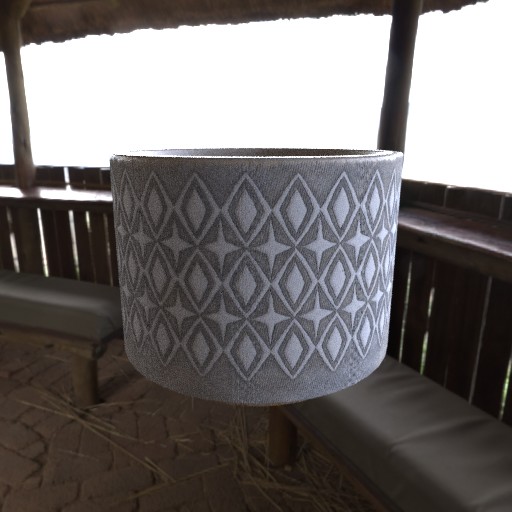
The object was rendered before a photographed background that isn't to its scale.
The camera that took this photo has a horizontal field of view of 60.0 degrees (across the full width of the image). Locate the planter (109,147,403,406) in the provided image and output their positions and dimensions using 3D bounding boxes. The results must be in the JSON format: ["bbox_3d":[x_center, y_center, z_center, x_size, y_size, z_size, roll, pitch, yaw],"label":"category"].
[{"bbox_3d":[0.000,0.000,0.276,0.164,0.127,0.164,0,15,0],"label":"planter"}]
